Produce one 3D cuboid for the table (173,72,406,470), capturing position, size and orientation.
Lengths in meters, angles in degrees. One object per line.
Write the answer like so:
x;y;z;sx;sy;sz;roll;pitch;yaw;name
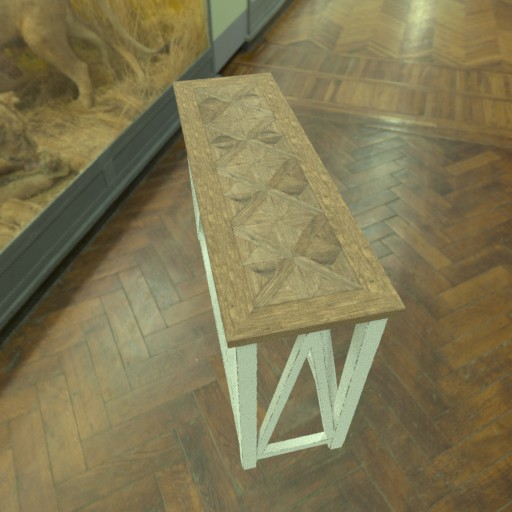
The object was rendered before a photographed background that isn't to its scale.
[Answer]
0.000;0.000;1.871;0.450;0.930;1.400;-9;46;-9;table
